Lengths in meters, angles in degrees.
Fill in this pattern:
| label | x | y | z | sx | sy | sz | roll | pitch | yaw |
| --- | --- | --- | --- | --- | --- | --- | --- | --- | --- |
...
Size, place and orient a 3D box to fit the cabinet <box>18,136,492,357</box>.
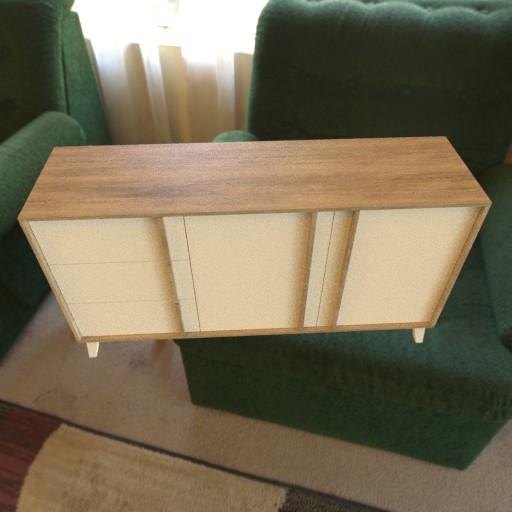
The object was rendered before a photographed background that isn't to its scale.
| label | x | y | z | sx | sy | sz | roll | pitch | yaw |
| --- | --- | --- | --- | --- | --- | --- | --- | --- | --- |
| cabinet | 0.000 | 0.000 | 1.956 | 1.600 | 0.870 | 0.450 | -2 | 44 | -2 |
